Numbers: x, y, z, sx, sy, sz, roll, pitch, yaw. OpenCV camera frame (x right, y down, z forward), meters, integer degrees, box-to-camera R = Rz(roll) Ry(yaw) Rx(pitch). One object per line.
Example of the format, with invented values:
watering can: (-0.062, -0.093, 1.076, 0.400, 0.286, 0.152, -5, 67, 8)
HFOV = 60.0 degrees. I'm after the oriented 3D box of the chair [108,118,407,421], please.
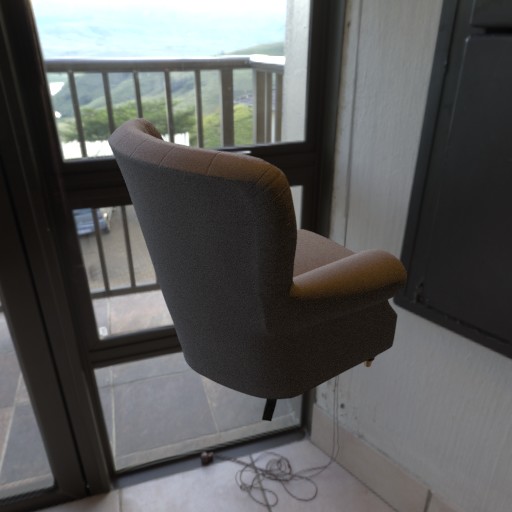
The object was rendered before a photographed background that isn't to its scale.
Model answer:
chair: (0.000, 0.000, 1.777, 0.983, 1.046, 0.983, -18, 31, -31)
